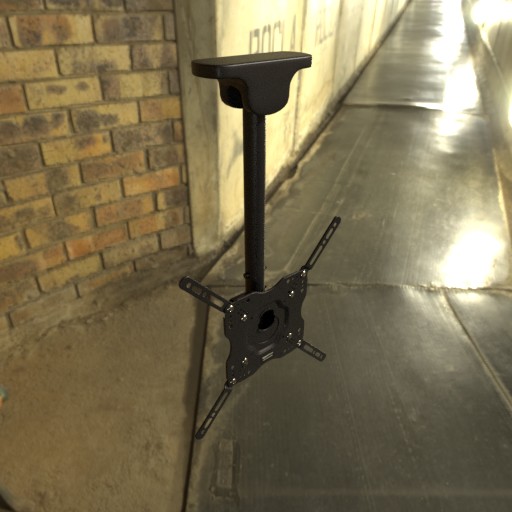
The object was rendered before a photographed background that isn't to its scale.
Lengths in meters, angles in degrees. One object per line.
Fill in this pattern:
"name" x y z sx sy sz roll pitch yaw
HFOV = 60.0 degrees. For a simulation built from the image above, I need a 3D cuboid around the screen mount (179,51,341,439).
"screen mount" 0.000 0.000 0.885 0.393 0.729 0.090 -22 38 -32
